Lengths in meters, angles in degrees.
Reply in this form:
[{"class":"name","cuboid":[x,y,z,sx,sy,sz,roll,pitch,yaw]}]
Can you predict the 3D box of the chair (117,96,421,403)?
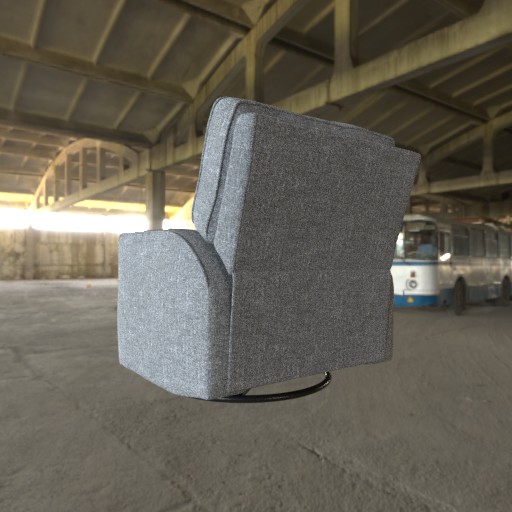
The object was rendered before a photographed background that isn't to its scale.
[{"class":"chair","cuboid":[0.000,0.000,1.717,0.861,0.962,0.964,0,-1,-37]}]
